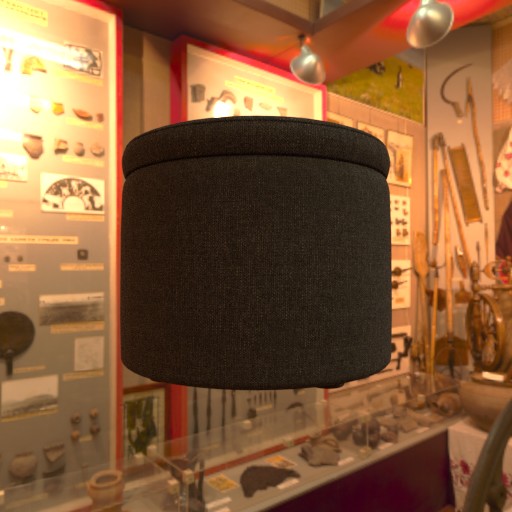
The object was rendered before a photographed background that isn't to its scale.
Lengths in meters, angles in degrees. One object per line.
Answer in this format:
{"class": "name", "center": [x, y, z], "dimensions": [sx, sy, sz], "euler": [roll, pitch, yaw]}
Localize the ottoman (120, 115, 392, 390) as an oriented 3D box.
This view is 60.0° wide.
{"class": "ottoman", "center": [0.000, 0.000, 0.889], "dimensions": [0.520, 0.430, 0.520], "euler": [0, -1, 0]}
